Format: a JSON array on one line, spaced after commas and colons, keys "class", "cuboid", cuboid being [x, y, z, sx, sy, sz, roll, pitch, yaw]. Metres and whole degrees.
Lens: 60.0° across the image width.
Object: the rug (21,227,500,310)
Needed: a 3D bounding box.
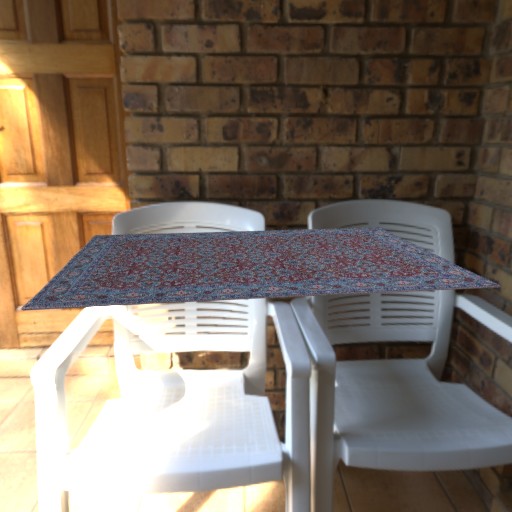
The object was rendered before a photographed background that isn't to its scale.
[{"class": "rug", "cuboid": [0.000, 0.000, 2.246, 1.829, 0.009, 1.219, -2, 15, -8]}]
